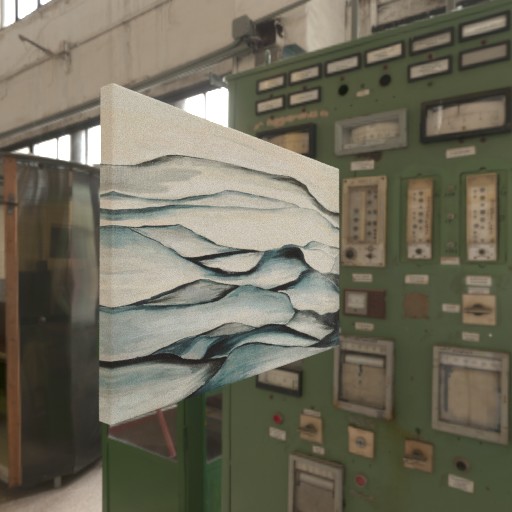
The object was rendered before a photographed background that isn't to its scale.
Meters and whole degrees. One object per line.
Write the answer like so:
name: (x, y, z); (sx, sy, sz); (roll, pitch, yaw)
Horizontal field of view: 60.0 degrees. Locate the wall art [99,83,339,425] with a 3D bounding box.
wall art: (0.000, 0.000, 1.165); (0.039, 0.609, 0.914); (-1, -1, 36)
